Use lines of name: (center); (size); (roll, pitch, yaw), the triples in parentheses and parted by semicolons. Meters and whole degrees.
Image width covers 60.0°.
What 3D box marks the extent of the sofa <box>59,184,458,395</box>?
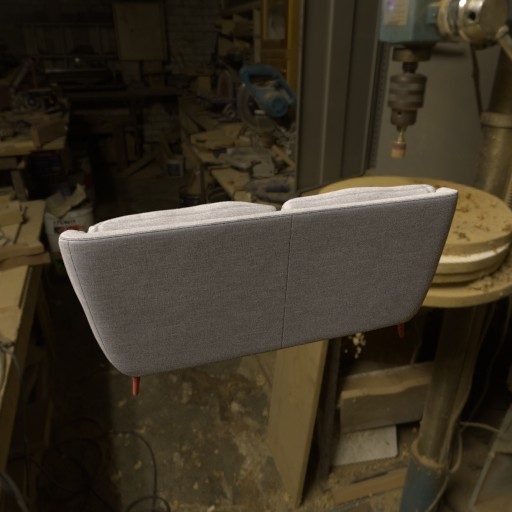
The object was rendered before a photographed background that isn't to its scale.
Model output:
sofa: (0.000, 0.000, 2.469); (1.930, 0.897, 0.976); (-8, 28, -16)
